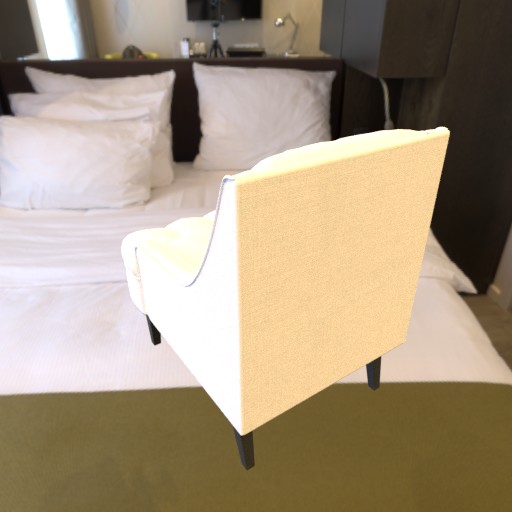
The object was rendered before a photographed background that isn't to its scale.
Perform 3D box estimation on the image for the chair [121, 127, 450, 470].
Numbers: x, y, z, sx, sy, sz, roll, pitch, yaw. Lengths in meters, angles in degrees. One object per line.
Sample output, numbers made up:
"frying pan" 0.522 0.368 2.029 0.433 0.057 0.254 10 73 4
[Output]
"chair" 0.000 0.000 1.414 0.658 0.891 0.772 -19 35 -30
